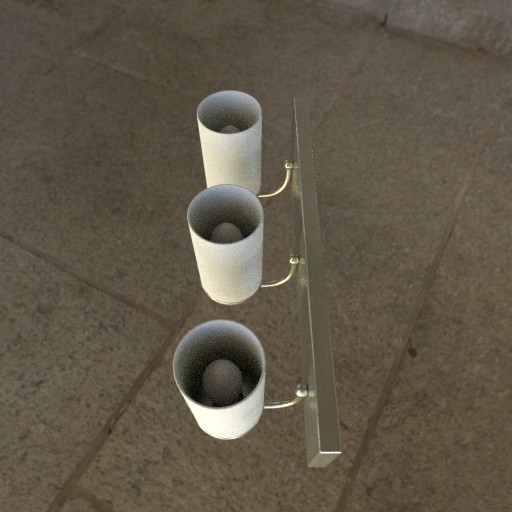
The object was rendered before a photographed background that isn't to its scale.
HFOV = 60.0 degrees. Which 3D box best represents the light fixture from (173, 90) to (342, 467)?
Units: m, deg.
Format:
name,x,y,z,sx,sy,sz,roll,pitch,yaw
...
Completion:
name,x,y,z,sx,sy,sz,roll,pitch,yaw
light fixture,0.000,0.000,0.534,0.145,0.172,0.451,0,59,0
